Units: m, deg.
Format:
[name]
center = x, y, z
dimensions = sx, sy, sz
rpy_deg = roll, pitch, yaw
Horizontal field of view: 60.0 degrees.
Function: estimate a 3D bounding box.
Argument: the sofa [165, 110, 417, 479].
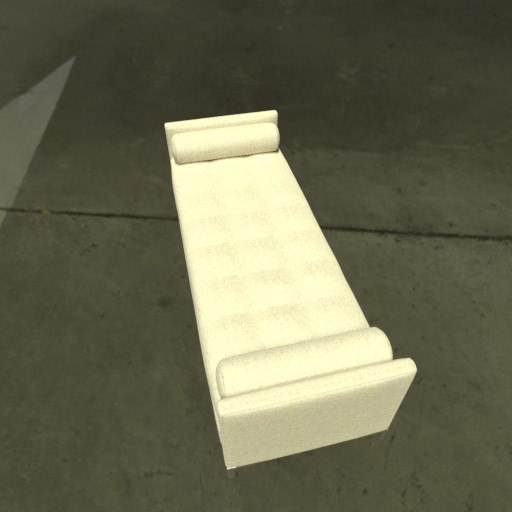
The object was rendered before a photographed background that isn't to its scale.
[sofa]
center = 0.000, 0.000, 2.548
dimensions = 0.797, 0.655, 2.102
rpy_deg = -10, 47, -9
